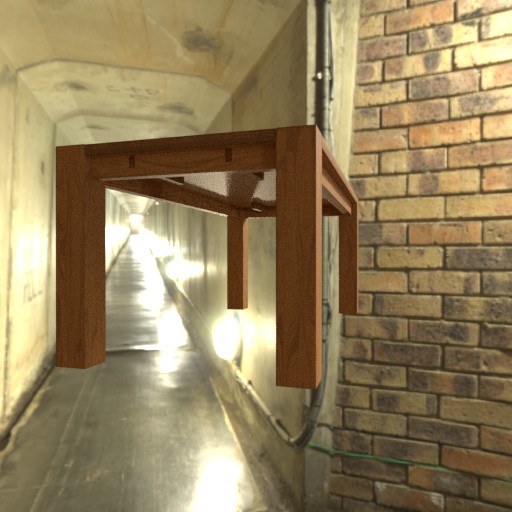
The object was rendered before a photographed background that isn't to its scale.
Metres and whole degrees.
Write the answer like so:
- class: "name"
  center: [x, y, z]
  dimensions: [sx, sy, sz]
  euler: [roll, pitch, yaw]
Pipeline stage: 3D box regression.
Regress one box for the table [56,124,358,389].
- class: "table"
  center: [0.000, 0.000, 2.258]
  dimensions: [0.900, 0.760, 1.800]
  euler: [0, 0, 17]
